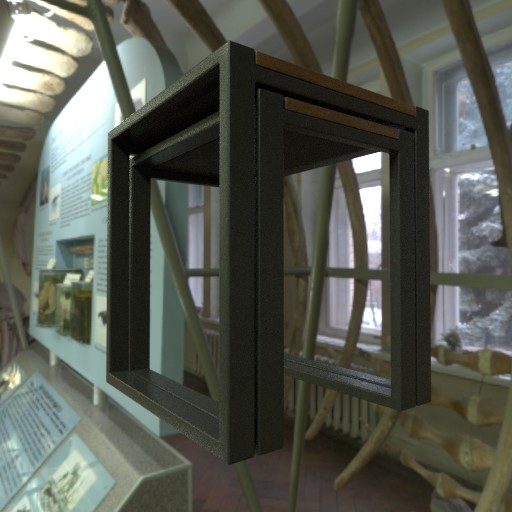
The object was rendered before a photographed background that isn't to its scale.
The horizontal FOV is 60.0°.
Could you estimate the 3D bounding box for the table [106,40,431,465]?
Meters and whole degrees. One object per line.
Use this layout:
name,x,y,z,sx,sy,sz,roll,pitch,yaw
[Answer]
table,0.000,0.000,0.903,0.449,0.550,0.500,1,-2,-36
